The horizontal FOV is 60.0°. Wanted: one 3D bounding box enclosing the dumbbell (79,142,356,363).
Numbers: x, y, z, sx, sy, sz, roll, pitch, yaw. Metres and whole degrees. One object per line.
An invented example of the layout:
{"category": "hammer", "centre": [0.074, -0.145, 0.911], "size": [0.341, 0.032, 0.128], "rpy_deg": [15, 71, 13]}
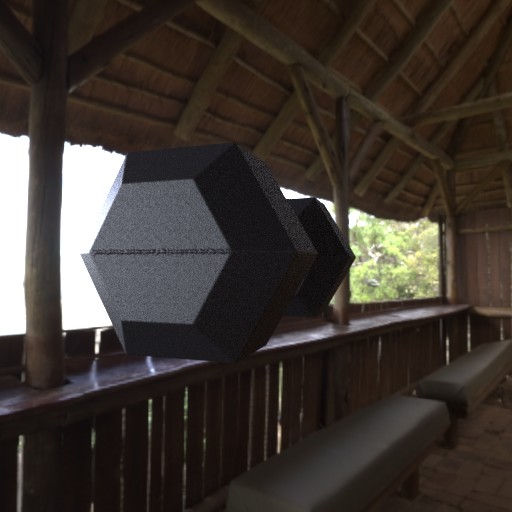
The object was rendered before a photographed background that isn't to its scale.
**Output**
{"category": "dumbbell", "centre": [0.000, 0.000, 0.431], "size": [0.157, 0.137, 0.361], "rpy_deg": [0, -1, 19]}
